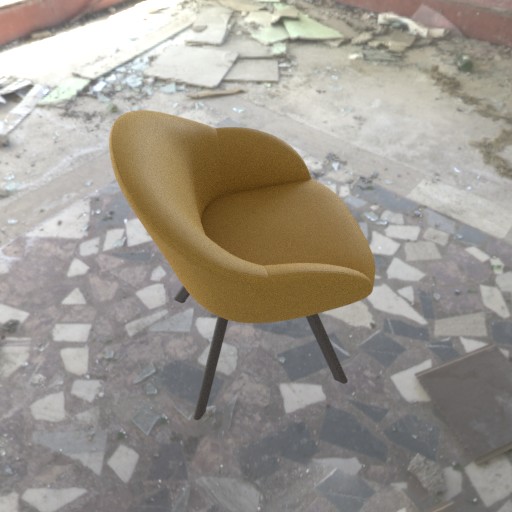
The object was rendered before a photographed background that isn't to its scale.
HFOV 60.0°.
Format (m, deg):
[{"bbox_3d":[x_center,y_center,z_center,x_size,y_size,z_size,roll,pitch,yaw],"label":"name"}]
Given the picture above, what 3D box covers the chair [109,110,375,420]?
[{"bbox_3d":[0.000,0.000,1.187,0.583,0.793,0.551,-11,49,-10],"label":"chair"}]
